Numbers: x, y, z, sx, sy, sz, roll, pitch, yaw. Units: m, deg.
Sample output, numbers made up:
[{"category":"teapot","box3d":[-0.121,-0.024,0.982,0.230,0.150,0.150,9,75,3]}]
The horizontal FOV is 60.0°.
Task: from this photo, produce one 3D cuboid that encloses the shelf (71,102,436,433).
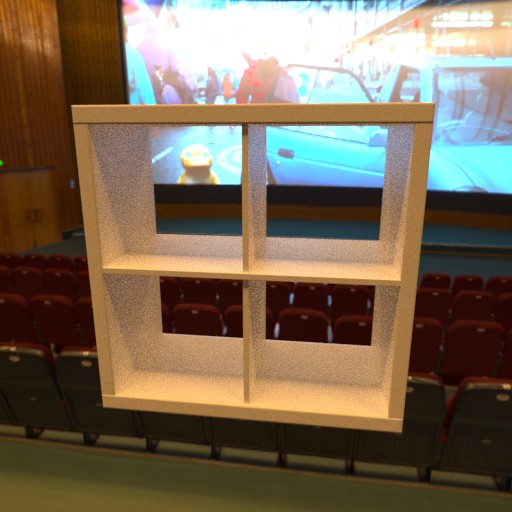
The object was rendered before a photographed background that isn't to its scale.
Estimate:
[{"category":"shelf","box3d":[0.000,0.000,1.243,0.790,0.786,0.390,2,16,8]}]
